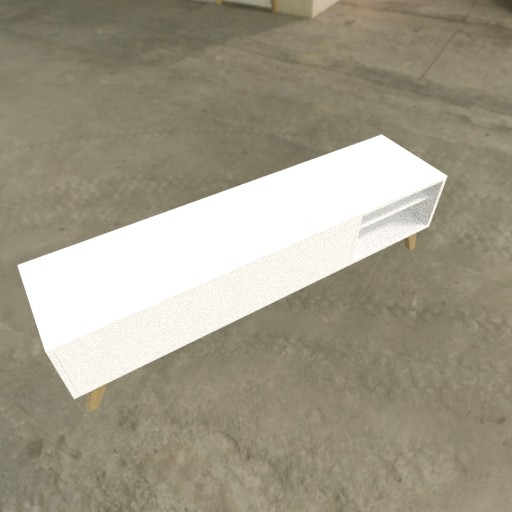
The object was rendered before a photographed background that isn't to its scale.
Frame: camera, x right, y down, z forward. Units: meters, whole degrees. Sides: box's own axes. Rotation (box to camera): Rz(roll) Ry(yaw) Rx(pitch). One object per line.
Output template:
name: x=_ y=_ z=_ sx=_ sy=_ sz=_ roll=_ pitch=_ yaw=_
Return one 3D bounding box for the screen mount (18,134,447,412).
screen mount: x=0.000 y=0.000 z=1.832 sx=1.644 sy=0.432 sz=0.399 roll=-23 pitch=50 yaw=-22
